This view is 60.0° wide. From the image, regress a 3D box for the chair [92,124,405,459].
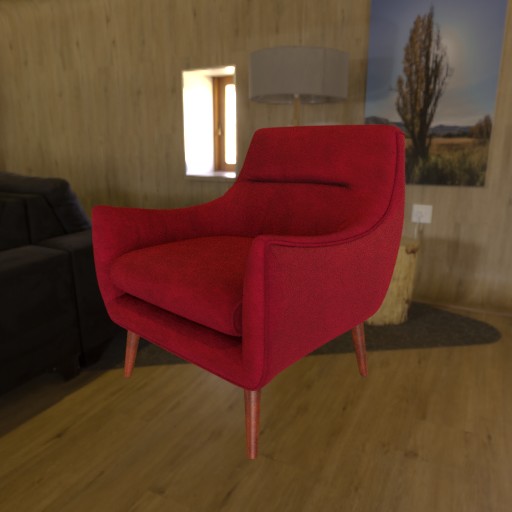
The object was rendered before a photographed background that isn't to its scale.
[{"bbox_3d":[0.000,0.000,1.454,0.762,0.838,0.787,13,19,41],"label":"chair"}]
